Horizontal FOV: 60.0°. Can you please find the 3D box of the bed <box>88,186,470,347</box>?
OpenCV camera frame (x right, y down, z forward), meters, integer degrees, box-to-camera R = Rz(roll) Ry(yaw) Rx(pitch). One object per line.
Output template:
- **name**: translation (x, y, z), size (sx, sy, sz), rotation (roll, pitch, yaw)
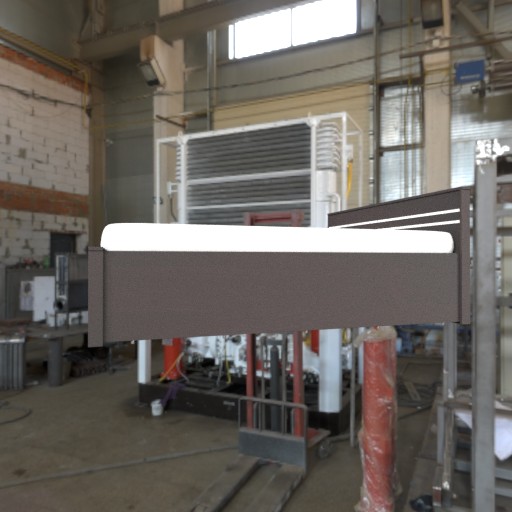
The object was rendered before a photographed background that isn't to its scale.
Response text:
- **bed**: translation (0.000, 0.000, 3.029), size (2.103, 0.808, 1.634), rotation (0, -1, -19)
